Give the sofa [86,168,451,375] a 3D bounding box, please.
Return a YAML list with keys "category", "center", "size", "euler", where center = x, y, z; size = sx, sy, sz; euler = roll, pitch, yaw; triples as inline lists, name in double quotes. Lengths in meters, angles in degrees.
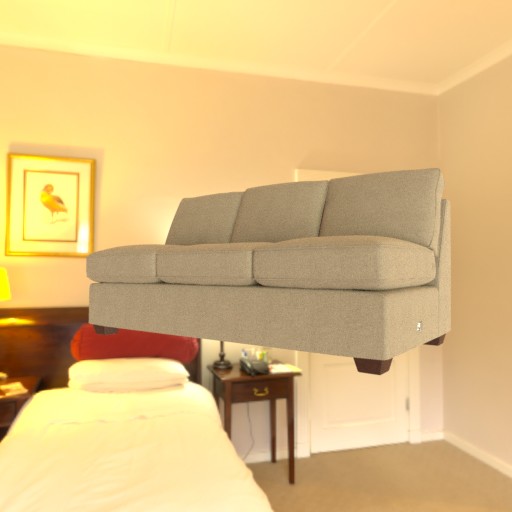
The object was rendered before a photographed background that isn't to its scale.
- category: "sofa"
  center: [0.000, 0.000, 2.817]
  size: [2.092, 1.036, 1.127]
  euler: [-1, -2, 36]
